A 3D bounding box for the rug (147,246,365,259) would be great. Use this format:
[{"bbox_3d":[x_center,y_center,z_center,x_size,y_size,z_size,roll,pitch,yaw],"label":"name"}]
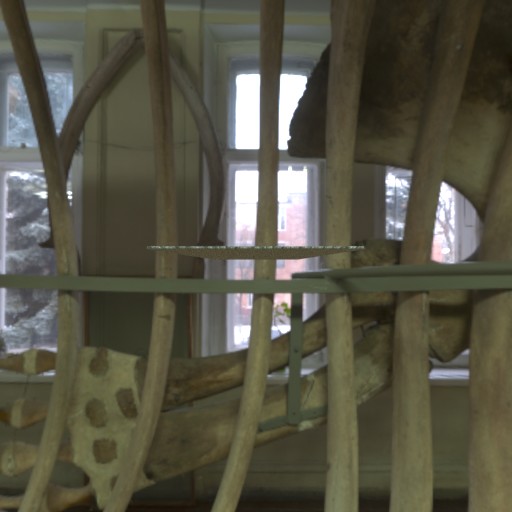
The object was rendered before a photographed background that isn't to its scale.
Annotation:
[{"bbox_3d":[0.000,0.000,2.506,0.686,0.008,2.286,0,-1,0],"label":"rug"}]
